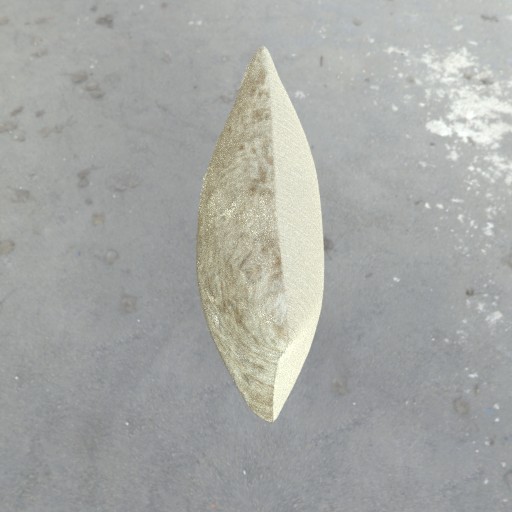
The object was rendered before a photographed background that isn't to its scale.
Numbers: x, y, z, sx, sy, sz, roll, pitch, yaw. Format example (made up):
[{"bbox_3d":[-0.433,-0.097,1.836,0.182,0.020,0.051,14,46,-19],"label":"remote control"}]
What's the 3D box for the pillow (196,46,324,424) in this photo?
[{"bbox_3d":[0.000,0.000,0.825,0.216,0.525,0.538,-1,58,-1],"label":"pillow"}]
